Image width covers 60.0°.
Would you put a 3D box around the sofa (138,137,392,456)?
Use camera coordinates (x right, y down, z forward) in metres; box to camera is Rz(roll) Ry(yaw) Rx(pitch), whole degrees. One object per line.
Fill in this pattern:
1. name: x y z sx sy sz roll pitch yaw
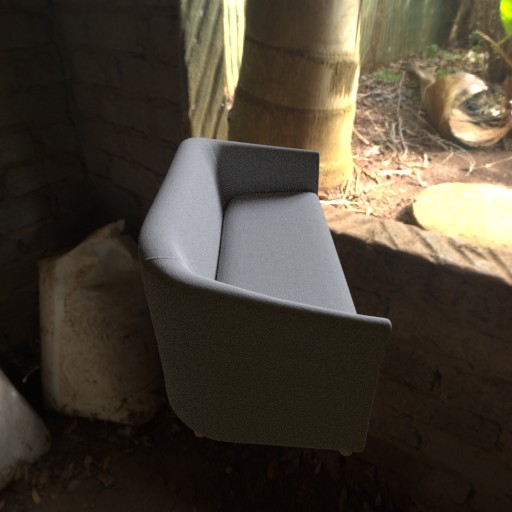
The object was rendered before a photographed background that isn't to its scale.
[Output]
1. sofa: 0.000 0.000 1.862 0.705 0.721 1.452 0 31 0
